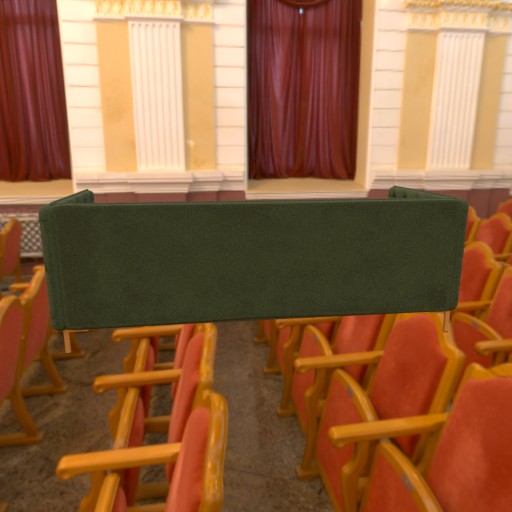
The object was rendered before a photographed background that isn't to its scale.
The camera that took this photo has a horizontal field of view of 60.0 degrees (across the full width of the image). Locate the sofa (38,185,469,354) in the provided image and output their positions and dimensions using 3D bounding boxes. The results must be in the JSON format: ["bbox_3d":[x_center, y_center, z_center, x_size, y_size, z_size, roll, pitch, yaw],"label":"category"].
[{"bbox_3d":[0.000,0.000,2.695,2.209,0.771,0.895,-2,14,-7],"label":"sofa"}]
